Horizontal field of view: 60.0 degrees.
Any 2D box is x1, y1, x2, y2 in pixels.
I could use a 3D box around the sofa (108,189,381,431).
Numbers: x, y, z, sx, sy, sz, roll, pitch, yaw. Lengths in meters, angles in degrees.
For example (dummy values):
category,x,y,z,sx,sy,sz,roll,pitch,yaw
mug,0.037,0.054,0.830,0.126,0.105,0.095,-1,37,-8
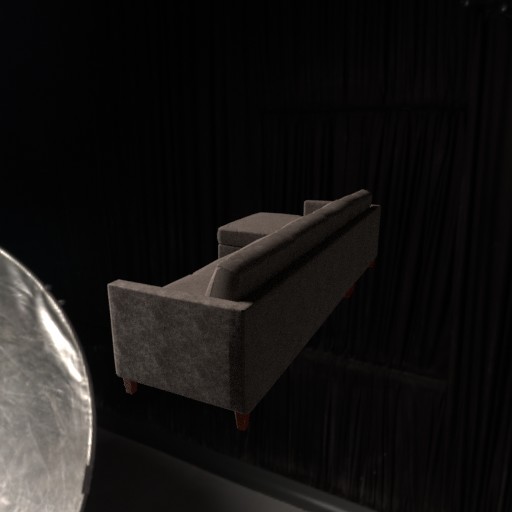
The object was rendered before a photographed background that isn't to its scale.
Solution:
category,x,y,z,sx,sy,sz,roll,pitch,yaw
sofa,0.000,0.000,4.109,1.606,0.954,3.471,8,18,25
